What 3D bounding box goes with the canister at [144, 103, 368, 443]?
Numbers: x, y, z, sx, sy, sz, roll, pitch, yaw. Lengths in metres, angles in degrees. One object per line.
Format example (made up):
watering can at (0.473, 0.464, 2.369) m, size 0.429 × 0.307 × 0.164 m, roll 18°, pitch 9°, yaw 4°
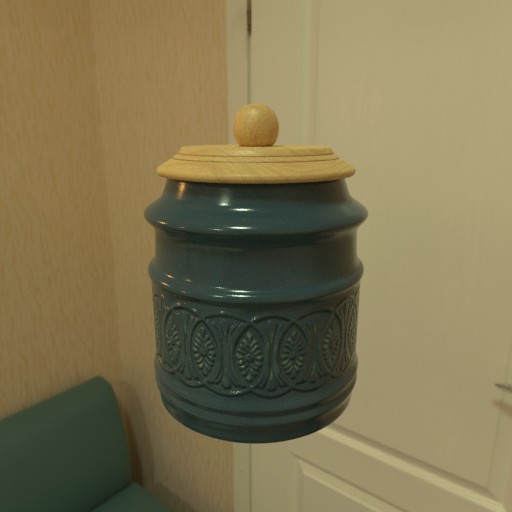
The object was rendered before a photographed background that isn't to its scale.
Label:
canister at (0.000, 0.000, 0.271) m, size 0.130 × 0.176 × 0.130 m, roll 0°, pitch 16°, yaw 0°
